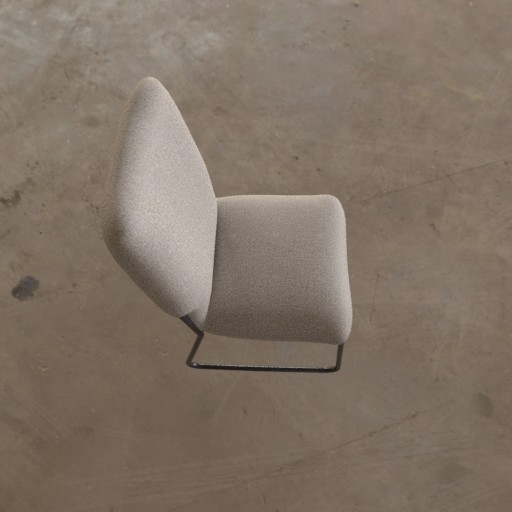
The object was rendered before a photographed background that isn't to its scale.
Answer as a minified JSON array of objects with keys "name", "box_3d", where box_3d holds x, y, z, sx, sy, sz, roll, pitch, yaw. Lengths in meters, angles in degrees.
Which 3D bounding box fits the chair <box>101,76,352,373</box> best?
[{"name":"chair","box_3d":[0.000,0.000,1.193,0.560,0.864,0.448,1,64,1]}]
